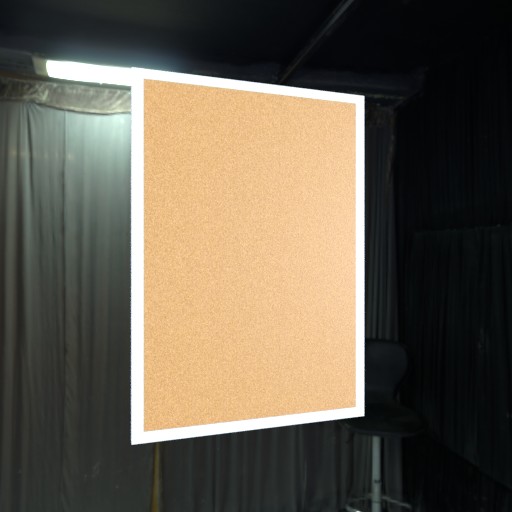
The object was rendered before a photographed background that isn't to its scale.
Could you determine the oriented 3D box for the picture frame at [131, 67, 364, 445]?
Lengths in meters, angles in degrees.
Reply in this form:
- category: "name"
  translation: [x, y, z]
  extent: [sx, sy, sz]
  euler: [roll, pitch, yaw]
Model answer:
- category: "picture frame"
  translation: [0.000, 0.000, 0.562]
  extent: [0.305, 0.434, 0.013]
  euler: [0, 0, -18]
